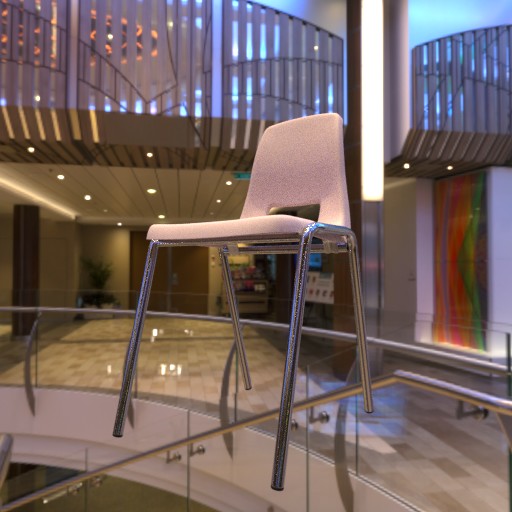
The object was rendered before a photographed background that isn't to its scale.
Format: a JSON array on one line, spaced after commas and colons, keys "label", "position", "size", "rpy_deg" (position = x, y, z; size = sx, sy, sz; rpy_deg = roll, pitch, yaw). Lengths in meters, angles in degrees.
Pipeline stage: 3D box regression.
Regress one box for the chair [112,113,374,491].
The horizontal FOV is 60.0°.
[{"label": "chair", "position": [0.000, 0.000, 0.933], "size": [0.381, 0.704, 0.436], "rpy_deg": [-1, -2, 34]}]
